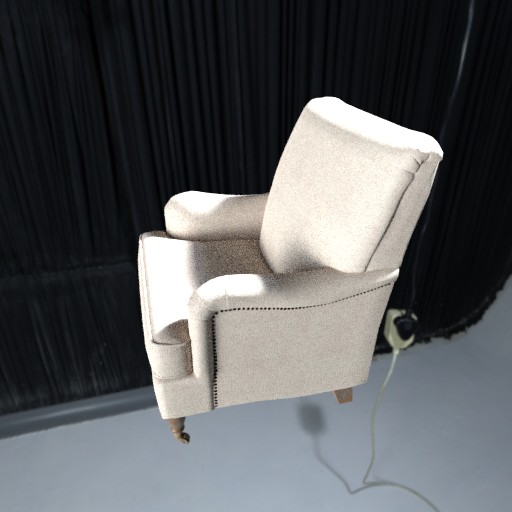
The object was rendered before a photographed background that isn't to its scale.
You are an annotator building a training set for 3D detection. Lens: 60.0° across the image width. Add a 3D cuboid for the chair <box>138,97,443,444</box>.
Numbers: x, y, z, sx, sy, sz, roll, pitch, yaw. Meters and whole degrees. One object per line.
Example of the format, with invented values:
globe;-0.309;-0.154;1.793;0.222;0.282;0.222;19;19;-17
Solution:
chair;0.000;0.000;1.818;0.953;1.119;0.879;-8;30;-13
